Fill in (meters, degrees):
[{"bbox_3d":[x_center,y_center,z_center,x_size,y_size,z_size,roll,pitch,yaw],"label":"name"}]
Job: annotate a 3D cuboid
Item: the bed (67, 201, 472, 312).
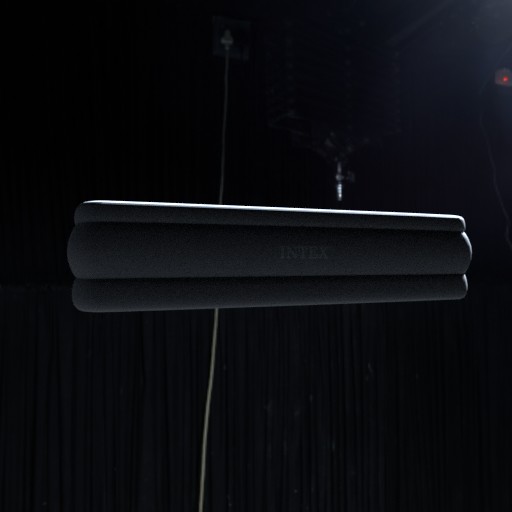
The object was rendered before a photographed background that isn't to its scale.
[{"bbox_3d":[0.000,0.000,2.676,2.036,0.460,1.520,0,-1,-19],"label":"bed"}]
